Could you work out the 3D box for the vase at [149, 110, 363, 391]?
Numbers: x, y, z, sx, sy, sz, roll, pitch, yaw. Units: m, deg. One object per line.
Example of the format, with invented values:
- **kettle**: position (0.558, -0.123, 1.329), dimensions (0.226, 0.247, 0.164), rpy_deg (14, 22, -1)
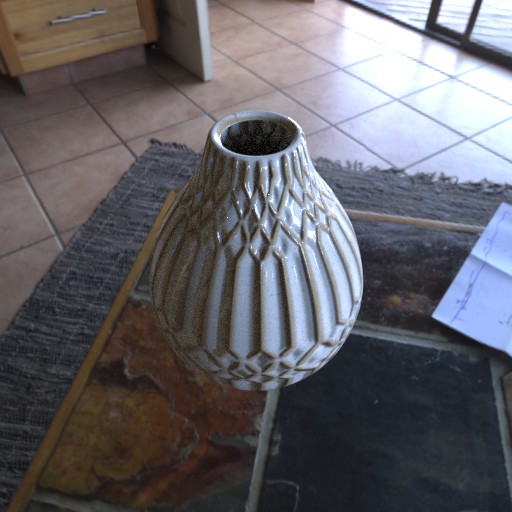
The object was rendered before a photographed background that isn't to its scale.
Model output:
- **vase**: position (0.000, 0.000, 0.320), dimensions (0.159, 0.200, 0.159), rpy_deg (0, 46, 0)
